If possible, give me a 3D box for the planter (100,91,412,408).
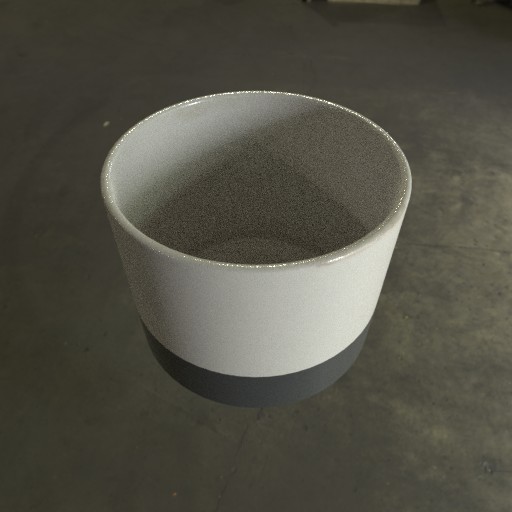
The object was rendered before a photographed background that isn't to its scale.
[{"bbox_3d":[0.000,0.000,0.344,0.193,0.177,0.193,0,46,0],"label":"planter"}]
